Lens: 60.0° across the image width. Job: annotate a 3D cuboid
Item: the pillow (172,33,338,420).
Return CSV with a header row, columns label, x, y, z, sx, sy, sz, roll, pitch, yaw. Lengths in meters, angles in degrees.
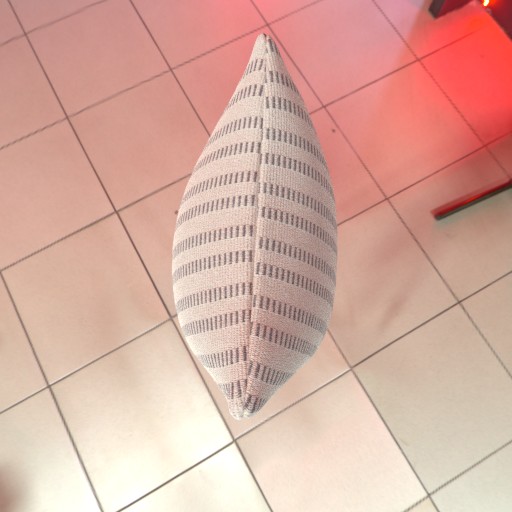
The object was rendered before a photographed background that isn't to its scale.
label,x,y,z,sx,sy,sz,roll,pitch,yaw
pillow,0.000,0.000,0.662,0.247,0.419,0.438,3,75,1
